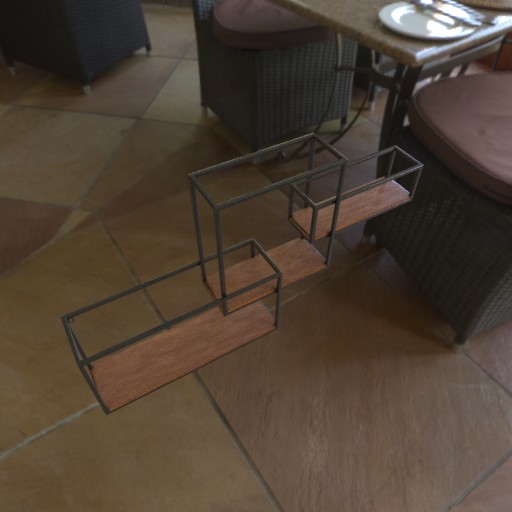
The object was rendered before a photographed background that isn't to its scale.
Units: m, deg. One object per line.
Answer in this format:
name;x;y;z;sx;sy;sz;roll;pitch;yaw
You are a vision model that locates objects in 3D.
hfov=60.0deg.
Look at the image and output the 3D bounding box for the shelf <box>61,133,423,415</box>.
shelf;0.000;0.000;2.106;1.781;0.972;0.275;-23;51;-20
